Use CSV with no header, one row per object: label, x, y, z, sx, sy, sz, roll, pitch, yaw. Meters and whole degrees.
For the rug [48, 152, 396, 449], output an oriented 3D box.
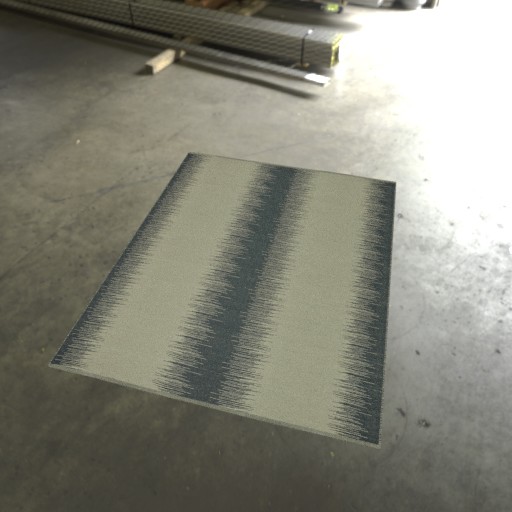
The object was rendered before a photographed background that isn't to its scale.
rug,0.000,0.000,4.127,2.453,0.004,3.037,10,46,10
